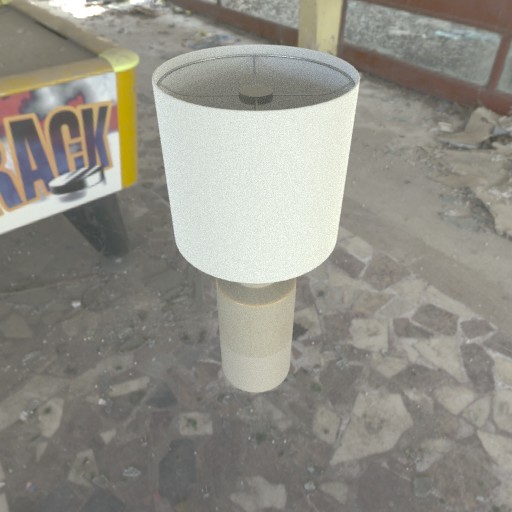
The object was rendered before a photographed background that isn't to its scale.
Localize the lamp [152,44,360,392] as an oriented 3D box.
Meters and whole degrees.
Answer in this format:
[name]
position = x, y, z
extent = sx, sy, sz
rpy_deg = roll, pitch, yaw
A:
[lamp]
position = 0.000, 0.000, 0.614
extent = 0.212, 0.493, 0.212
rpy_deg = -1, 40, -1
